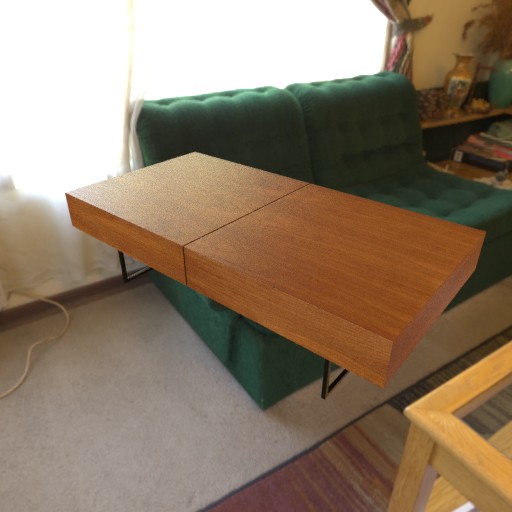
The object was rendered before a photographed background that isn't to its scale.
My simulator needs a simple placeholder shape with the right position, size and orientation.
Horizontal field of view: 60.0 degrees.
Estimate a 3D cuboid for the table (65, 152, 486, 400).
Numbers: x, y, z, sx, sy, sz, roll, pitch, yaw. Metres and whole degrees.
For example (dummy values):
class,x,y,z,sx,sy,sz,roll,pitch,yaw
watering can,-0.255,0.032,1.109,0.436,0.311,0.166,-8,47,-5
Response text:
class,x,y,z,sx,sy,sz,roll,pitch,yaw
table,0.000,0.000,1.469,1.194,0.330,0.610,23,37,34
